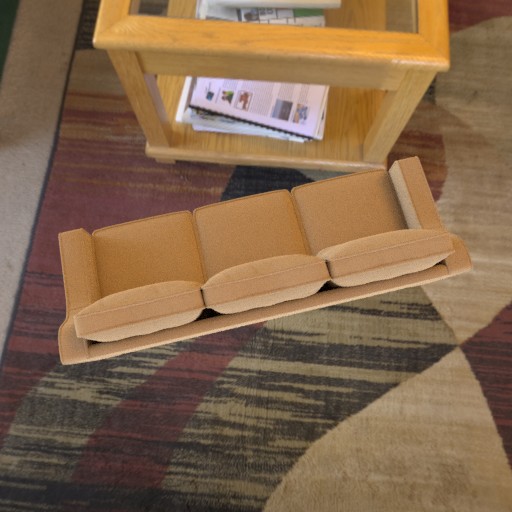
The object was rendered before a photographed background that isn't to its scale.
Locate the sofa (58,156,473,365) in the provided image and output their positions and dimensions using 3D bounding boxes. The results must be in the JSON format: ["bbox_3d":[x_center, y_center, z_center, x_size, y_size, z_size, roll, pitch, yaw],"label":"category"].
[{"bbox_3d":[0.000,0.000,2.589,2.131,0.902,0.791,-13,75,-3],"label":"sofa"}]
